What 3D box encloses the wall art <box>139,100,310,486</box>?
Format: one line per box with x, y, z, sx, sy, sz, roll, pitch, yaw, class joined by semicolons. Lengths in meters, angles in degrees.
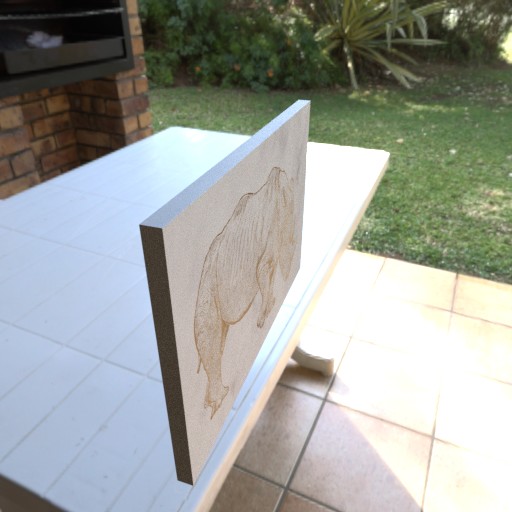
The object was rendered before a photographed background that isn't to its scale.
0.000;0.000;1.158;0.038;0.610;0.915;10;32;16;wall art
